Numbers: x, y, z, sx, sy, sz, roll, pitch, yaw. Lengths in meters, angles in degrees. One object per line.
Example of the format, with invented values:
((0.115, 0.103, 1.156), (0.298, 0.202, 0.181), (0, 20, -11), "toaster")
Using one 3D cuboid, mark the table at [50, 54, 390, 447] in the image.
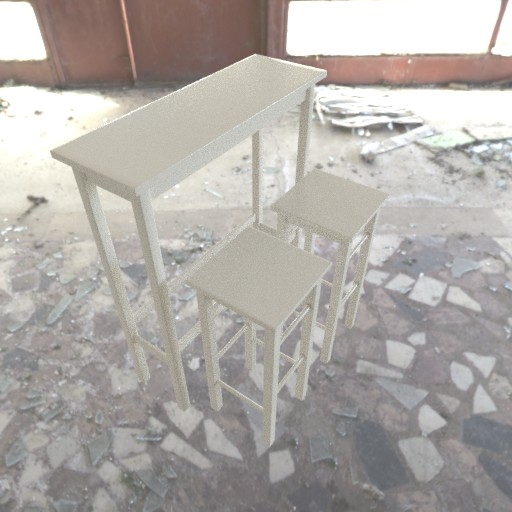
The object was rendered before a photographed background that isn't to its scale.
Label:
((0.000, 0.000, 1.629), (0.650, 1.065, 0.915), (25, 48, 25), "table")
